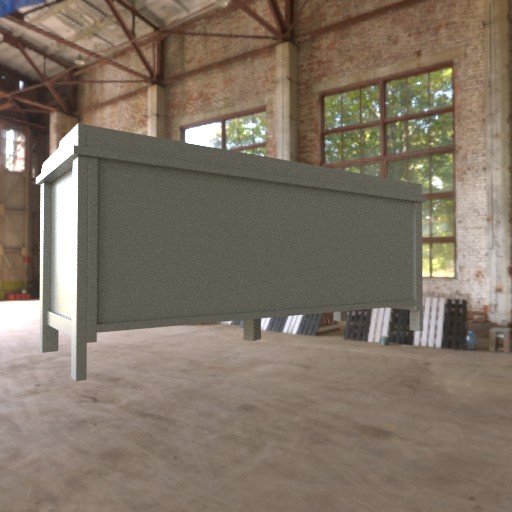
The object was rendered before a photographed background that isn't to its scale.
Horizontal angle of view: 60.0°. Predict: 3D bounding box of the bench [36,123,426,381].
[{"bbox_3d":[0.000,0.000,1.334,1.140,0.501,0.398,1,-1,-36],"label":"bench"}]
